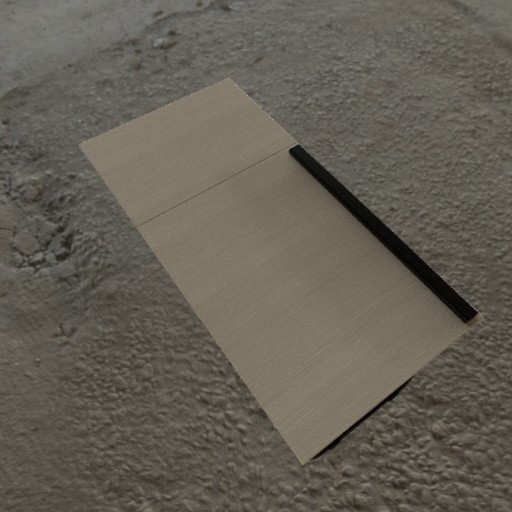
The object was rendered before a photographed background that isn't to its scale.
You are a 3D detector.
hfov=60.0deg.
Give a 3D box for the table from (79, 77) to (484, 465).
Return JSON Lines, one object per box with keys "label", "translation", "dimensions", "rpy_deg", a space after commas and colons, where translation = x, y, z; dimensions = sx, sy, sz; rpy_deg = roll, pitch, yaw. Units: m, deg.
{"label": "table", "translation": [0.000, 0.000, 0.797], "dimensions": [0.322, 0.242, 0.644], "rpy_deg": [-31, 63, -18]}
